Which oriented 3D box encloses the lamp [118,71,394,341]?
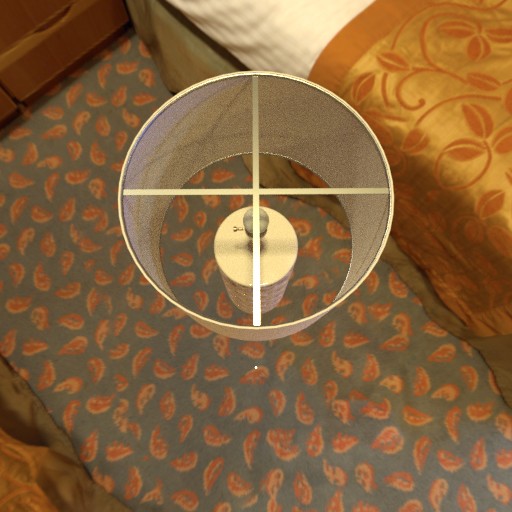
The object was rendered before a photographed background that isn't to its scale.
[{"bbox_3d":[0.000,0.000,0.832,0.324,0.636,0.325,0,76,0],"label":"lamp"}]
